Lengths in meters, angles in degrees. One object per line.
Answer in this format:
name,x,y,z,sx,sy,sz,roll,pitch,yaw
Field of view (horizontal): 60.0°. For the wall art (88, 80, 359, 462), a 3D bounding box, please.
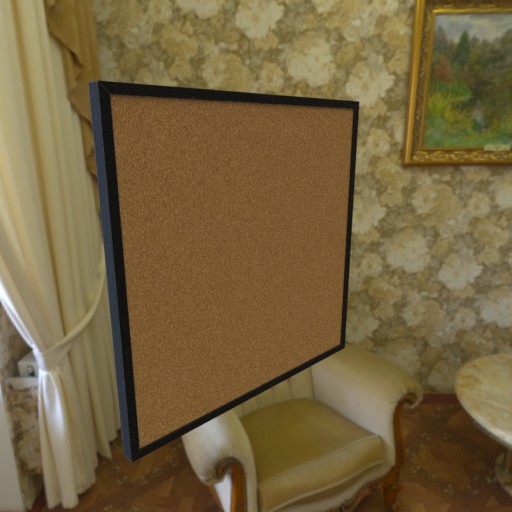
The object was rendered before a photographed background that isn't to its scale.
wall art,0.000,0.000,1.105,0.761,0.761,0.037,-14,21,-41
